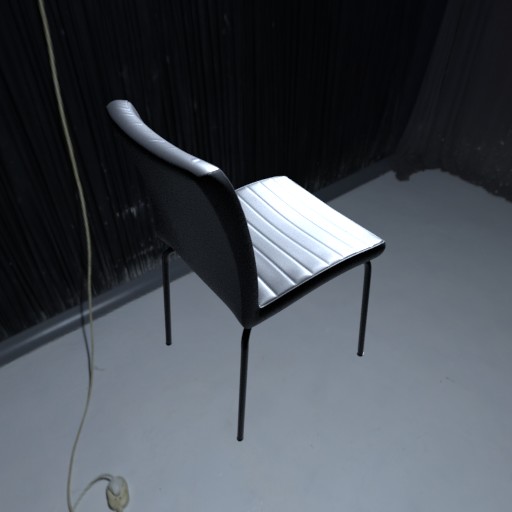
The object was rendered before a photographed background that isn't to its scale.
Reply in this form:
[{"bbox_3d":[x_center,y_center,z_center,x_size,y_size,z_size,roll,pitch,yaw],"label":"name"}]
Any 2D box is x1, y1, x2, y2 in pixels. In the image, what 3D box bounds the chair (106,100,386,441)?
[{"bbox_3d":[0.000,0.000,1.202,0.572,0.872,0.450,-27,48,-27],"label":"chair"}]
